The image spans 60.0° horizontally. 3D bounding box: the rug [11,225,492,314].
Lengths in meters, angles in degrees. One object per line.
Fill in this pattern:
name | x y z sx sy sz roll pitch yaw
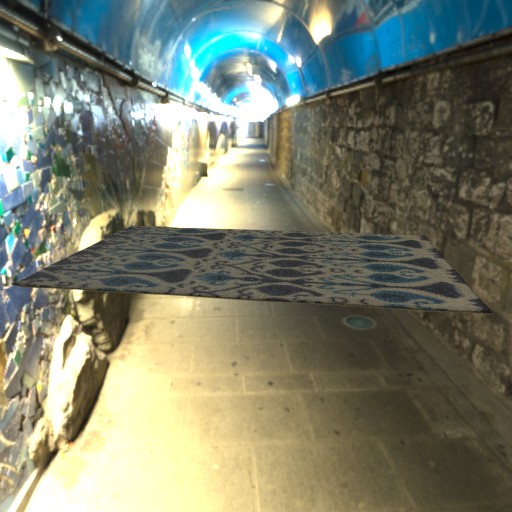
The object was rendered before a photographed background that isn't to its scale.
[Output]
rug | 0.000 0.000 2.041 1.698 0.013 1.072 3 16 9
